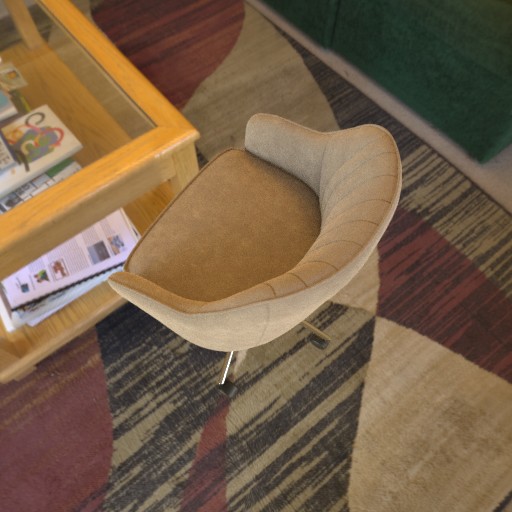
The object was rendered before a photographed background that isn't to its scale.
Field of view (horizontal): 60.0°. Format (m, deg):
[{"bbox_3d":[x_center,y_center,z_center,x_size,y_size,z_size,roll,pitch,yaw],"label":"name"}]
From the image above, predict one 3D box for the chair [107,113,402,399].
[{"bbox_3d":[0.000,0.000,1.239,0.573,0.831,0.635,31,67,15],"label":"chair"}]
